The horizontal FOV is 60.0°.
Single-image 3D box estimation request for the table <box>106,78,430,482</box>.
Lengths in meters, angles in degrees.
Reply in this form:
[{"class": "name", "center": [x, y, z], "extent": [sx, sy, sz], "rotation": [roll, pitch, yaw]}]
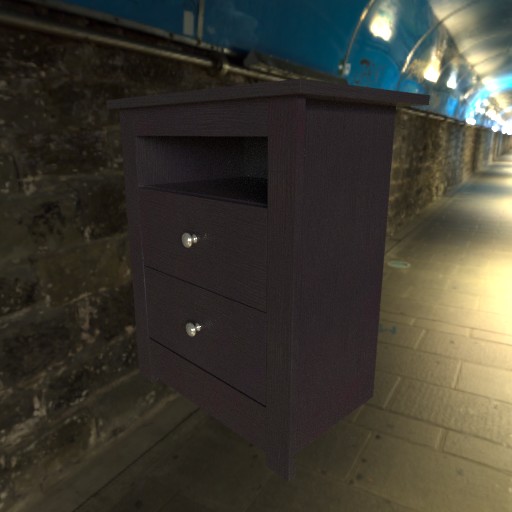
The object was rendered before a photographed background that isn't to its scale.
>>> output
[{"class": "table", "center": [0.000, 0.000, 1.055], "extent": [0.408, 0.711, 0.589], "rotation": [-14, 21, -42]}]
